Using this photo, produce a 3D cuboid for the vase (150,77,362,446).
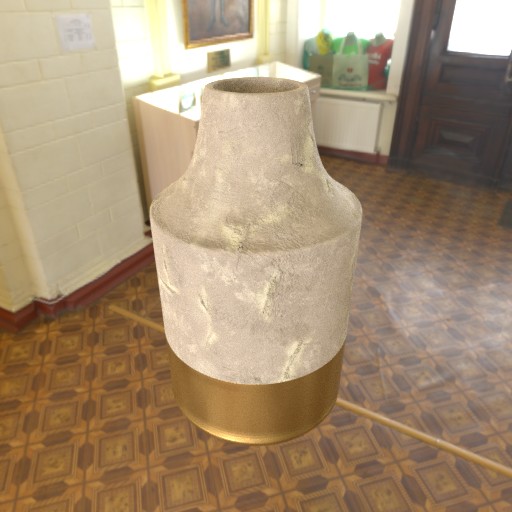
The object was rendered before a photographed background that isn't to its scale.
[{"bbox_3d":[0.000,0.000,0.417,0.184,0.305,0.184,0,31,0],"label":"vase"}]
